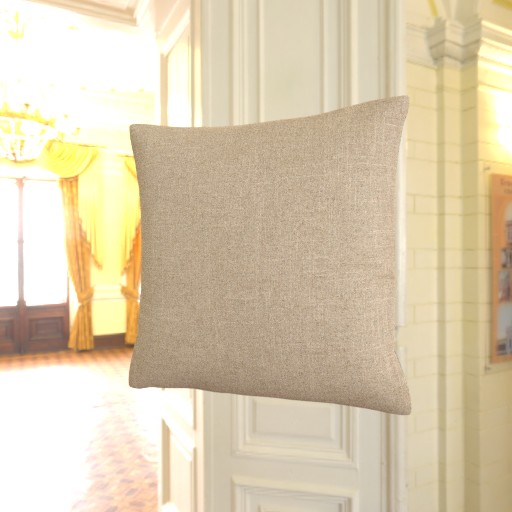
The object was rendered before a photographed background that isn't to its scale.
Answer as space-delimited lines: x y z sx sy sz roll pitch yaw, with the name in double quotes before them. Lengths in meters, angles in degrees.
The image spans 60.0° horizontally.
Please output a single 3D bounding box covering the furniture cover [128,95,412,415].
"furniture cover" 0.000 0.000 0.770 0.511 0.503 0.162 0 0 17
